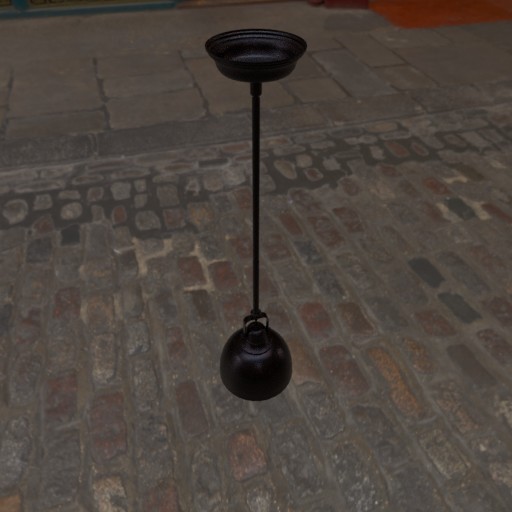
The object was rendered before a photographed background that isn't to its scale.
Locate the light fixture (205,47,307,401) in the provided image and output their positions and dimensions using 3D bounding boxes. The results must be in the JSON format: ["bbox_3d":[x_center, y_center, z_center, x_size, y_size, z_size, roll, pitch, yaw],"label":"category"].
[{"bbox_3d":[0.000,0.000,0.851,0.182,0.768,0.182,-12,44,-12],"label":"light fixture"}]
